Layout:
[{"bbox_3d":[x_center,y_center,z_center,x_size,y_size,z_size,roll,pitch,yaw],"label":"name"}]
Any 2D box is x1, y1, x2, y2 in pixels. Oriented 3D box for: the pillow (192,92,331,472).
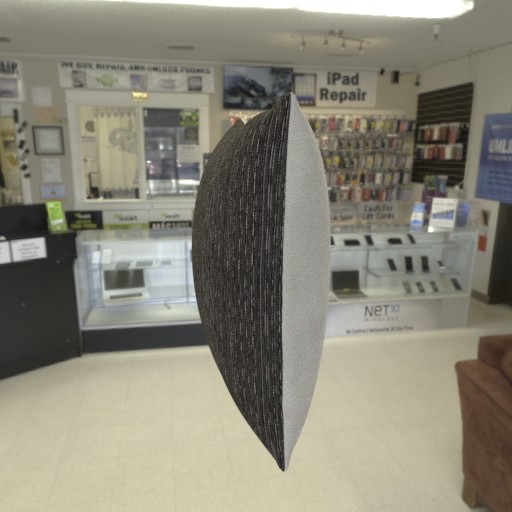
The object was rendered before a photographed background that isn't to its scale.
[{"bbox_3d":[0.000,0.000,0.686,0.196,0.434,0.433,-2,14,-9],"label":"pillow"}]
